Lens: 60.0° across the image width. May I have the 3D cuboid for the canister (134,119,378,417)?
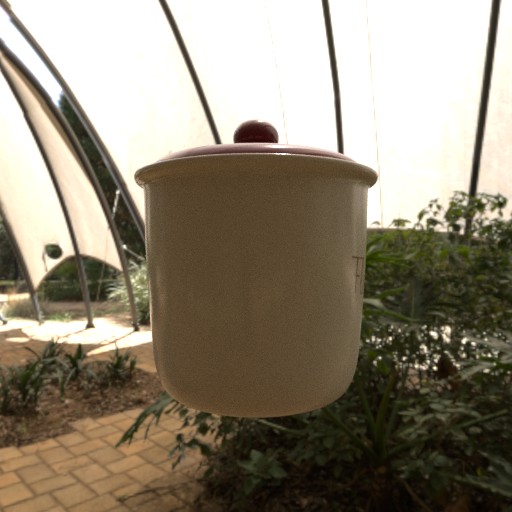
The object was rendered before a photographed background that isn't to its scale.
[{"bbox_3d":[0.000,0.000,0.342,0.182,0.208,0.182,0,0,0],"label":"canister"}]
